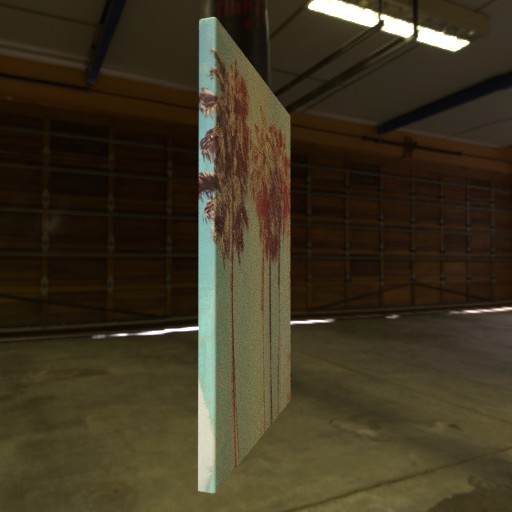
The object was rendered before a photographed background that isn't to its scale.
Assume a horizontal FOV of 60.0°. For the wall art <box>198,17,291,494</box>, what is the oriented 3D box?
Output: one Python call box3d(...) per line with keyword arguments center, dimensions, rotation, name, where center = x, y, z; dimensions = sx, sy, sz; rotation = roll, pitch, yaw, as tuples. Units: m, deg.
box3d(center=(0.000, 0.000, 1.138), dimensions=(0.037, 0.915, 0.605), rotation=(0, -1, 18), name="wall art")
